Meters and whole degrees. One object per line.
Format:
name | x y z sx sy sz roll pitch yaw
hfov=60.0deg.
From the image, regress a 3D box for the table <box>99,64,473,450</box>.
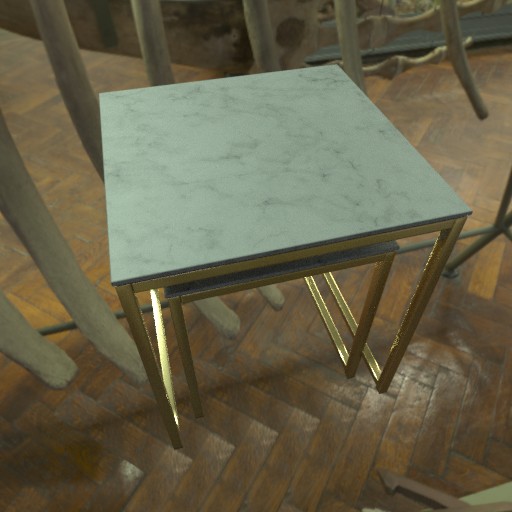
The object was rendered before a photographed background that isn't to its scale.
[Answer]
table | 0.000 0.000 0.852 0.450 0.500 0.450 -11 48 -10
